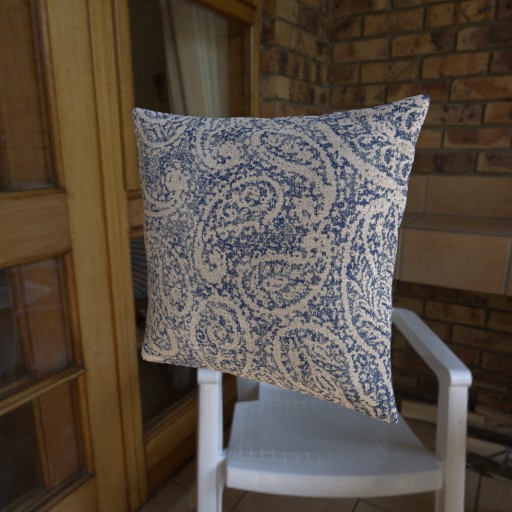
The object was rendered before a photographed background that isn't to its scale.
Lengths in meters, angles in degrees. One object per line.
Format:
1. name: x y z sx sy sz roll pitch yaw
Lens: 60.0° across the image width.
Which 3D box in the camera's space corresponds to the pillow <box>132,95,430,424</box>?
1. pillow: 0.000 0.000 0.774 0.523 0.510 0.166 6 15 24
